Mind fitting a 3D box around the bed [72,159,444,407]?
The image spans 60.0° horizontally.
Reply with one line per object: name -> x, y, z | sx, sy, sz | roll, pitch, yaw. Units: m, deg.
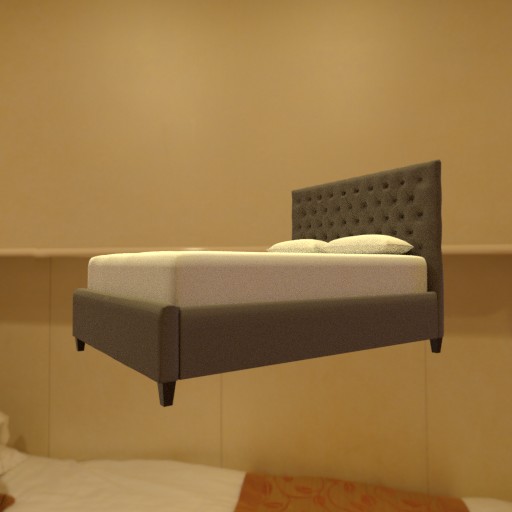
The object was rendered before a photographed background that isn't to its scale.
bed -> 0.000, 0.000, 3.319 | 2.233, 1.426, 1.696 | 1, -1, -35
